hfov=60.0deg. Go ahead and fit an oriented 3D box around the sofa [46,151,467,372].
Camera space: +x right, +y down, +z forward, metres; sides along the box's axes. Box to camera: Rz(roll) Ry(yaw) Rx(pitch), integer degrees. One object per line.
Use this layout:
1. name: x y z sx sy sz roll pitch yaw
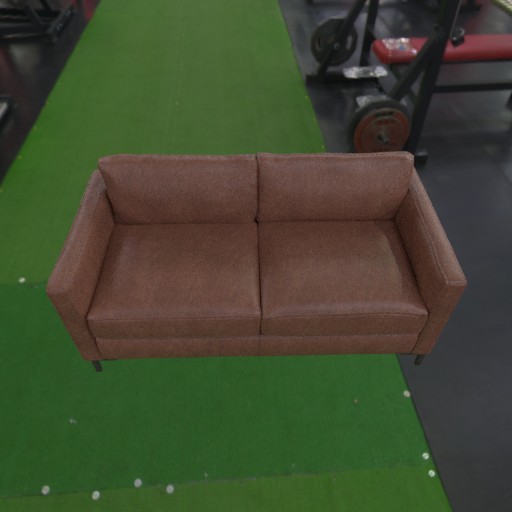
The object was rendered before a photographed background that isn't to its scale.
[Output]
1. sofa: 0.000 0.000 2.284 1.797 0.883 0.899 -1 46 -1
